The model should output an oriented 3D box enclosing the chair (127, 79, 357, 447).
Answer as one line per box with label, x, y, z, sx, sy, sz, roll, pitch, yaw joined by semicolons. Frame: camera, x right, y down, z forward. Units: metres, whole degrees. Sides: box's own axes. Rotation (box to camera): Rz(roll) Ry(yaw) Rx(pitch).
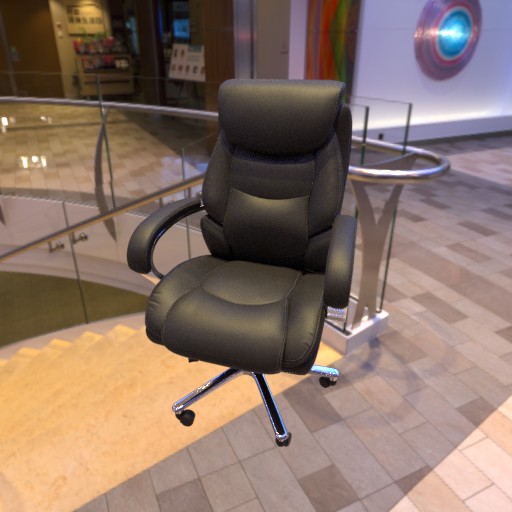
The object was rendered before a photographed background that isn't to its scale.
chair;0.000;0.000;1.657;0.755;1.183;0.790;8;27;16
